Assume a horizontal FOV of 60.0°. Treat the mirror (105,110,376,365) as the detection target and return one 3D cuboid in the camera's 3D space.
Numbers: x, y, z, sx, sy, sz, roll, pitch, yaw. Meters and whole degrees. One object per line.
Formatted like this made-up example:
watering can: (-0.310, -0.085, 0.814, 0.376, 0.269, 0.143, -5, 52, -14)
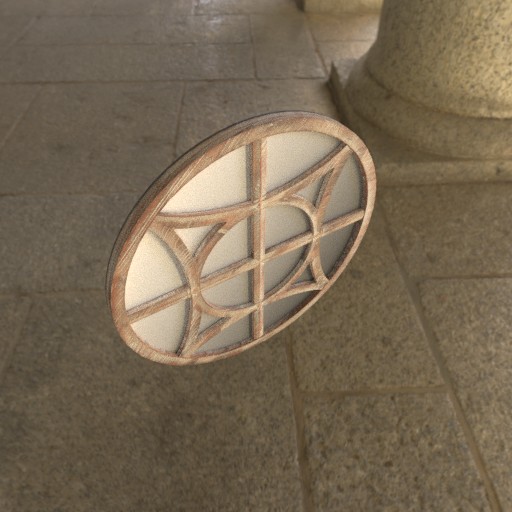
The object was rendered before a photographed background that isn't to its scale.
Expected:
mirror: (0.000, 0.000, 1.063, 0.710, 0.710, 0.038, -24, 51, -22)
